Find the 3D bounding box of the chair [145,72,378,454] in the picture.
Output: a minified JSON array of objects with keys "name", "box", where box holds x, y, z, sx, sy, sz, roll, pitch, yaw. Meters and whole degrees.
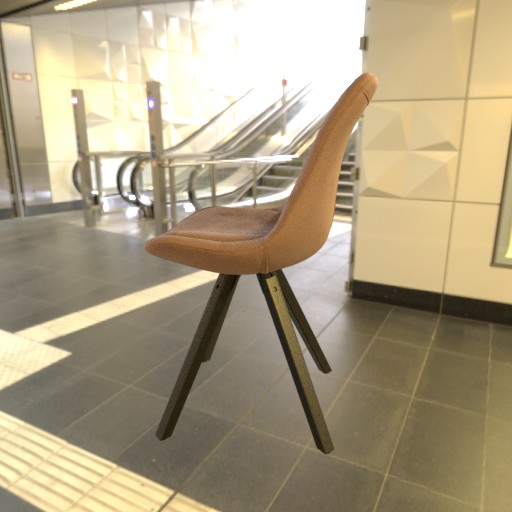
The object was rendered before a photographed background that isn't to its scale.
[{"name":"chair","box":[0.000,0.000,1.173,0.547,0.865,0.483,2,16,8]}]
